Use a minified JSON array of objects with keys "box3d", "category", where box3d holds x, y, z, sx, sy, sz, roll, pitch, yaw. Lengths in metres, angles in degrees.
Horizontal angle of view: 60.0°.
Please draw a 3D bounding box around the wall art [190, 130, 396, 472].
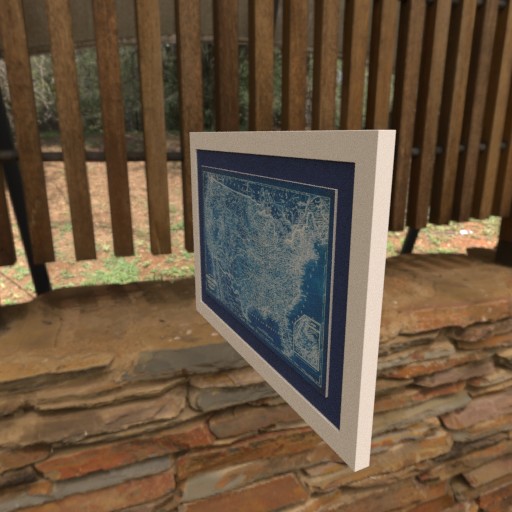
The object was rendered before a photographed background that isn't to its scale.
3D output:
[{"box3d":[0.000,0.000,1.670,0.051,0.902,1.308,-8,17,-26],"category":"wall art"}]
